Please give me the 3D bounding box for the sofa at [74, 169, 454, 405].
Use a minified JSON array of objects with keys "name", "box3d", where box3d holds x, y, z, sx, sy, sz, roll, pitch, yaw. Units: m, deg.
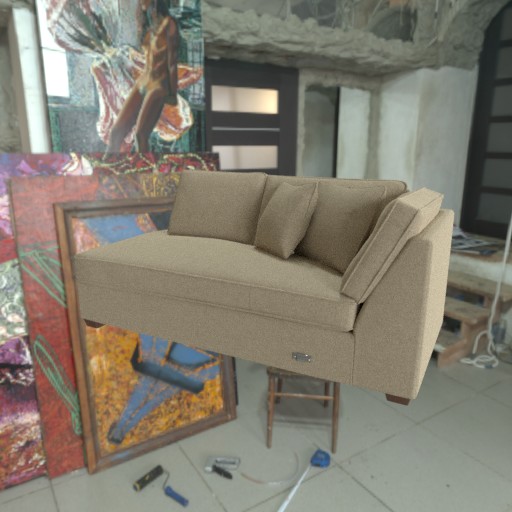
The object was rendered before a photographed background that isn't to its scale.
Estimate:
[{"name":"sofa","box3d":[0.000,0.000,2.884,2.237,1.033,1.110,7,16,27]}]
